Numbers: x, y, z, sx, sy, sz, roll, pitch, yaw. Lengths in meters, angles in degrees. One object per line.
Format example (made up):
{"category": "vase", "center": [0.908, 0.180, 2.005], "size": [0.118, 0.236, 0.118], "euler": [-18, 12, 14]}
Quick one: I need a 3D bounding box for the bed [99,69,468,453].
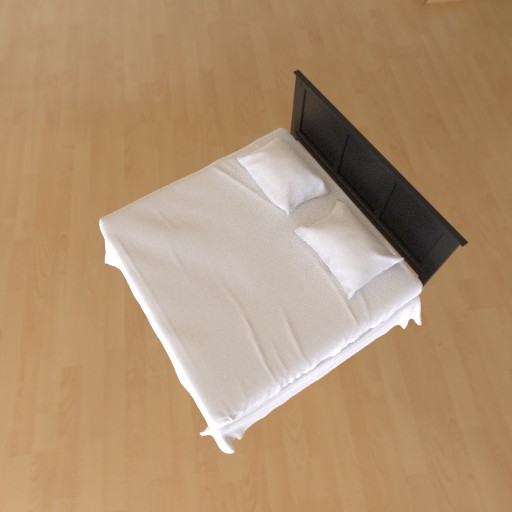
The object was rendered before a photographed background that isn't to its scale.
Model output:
{"category": "bed", "center": [0.000, 0.000, 3.687], "size": [2.219, 1.271, 2.315], "euler": [-30, 67, -14]}
